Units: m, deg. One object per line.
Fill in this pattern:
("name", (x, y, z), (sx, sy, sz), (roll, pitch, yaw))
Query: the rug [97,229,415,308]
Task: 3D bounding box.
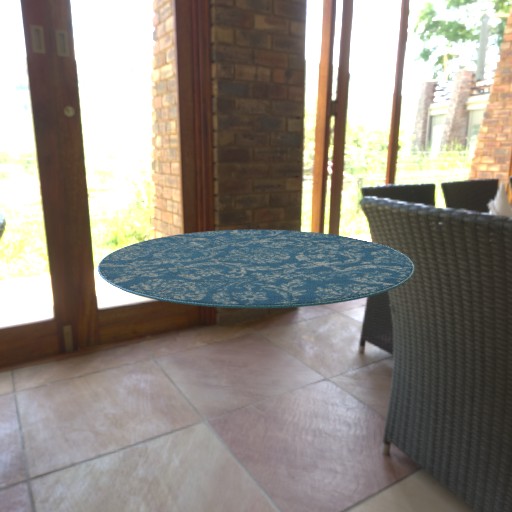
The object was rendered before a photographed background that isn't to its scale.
("rug", (0.000, 0.000, 2.354), (1.593, 0.012, 1.593), (0, 13, 0))
